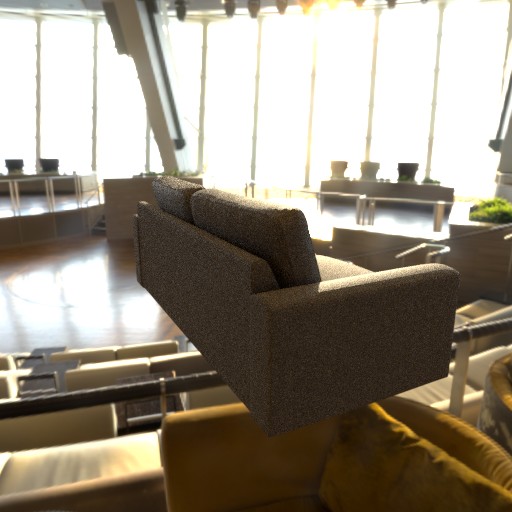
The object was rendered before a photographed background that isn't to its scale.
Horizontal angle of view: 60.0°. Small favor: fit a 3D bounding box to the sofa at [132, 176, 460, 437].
[{"bbox_3d":[0.000,0.000,2.719,1.016,0.873,2.179,-8,17,-26],"label":"sofa"}]
